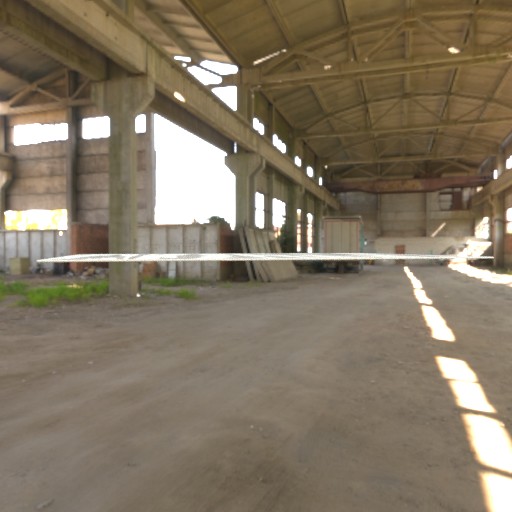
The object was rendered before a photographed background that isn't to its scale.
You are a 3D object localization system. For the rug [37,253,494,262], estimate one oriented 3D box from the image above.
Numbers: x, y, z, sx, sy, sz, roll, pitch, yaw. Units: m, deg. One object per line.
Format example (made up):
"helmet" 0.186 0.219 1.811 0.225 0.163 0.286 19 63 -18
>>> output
"rug" 0.000 0.000 2.276 1.827 0.008 1.225 0 1 -16
